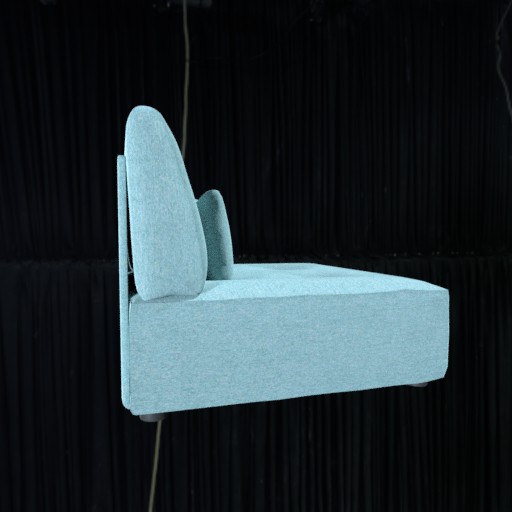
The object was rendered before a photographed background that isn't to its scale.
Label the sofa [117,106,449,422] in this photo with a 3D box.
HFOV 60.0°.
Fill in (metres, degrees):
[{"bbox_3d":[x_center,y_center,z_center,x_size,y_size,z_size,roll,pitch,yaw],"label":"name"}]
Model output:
[{"bbox_3d":[0.000,0.000,1.693,1.000,0.820,0.930,-1,3,-17],"label":"sofa"}]
